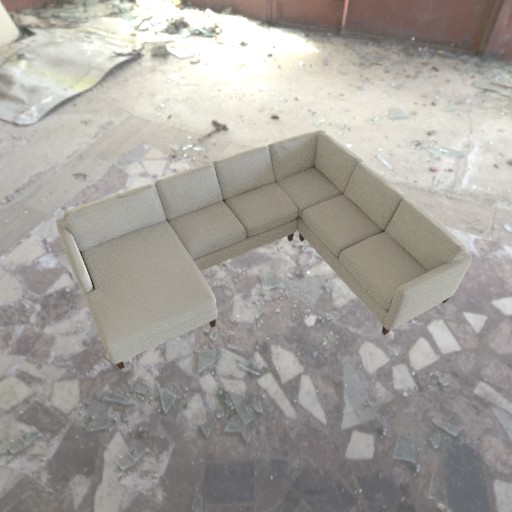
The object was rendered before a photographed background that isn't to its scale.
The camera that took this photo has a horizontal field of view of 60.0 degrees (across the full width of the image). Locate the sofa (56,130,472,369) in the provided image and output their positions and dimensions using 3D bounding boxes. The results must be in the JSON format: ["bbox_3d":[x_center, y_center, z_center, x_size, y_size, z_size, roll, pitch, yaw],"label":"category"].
[{"bbox_3d":[0.000,0.000,4.658,3.459,0.956,2.593,-22,51,-19],"label":"sofa"}]
